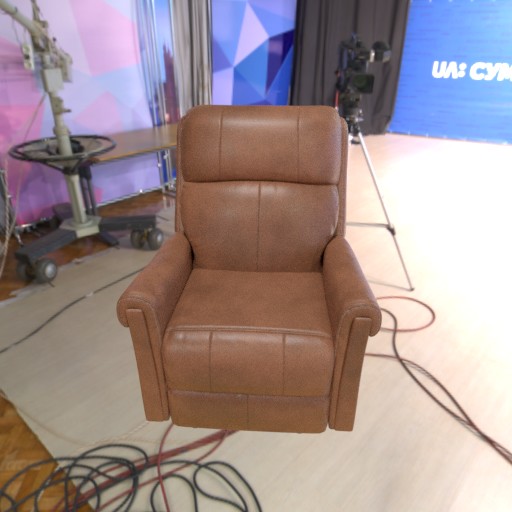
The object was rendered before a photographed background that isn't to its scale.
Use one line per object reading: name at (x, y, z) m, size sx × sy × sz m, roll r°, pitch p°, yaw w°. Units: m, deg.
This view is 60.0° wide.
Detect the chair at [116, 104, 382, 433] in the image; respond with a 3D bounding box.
chair at (0.000, 0.000, 1.793) m, size 0.838 × 1.054 × 1.014 m, roll 2°, pitch 28°, yaw 3°
